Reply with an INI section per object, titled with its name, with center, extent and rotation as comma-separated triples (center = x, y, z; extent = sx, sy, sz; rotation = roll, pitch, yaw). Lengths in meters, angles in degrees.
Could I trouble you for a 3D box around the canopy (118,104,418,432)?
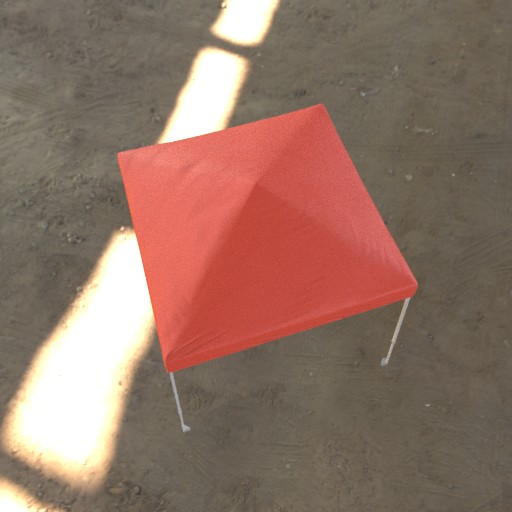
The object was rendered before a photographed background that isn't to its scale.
[canopy]
center = 0.000, 0.000, 5.171
extent = 2.850, 2.850, 2.849
rotation = -16, 64, -8
